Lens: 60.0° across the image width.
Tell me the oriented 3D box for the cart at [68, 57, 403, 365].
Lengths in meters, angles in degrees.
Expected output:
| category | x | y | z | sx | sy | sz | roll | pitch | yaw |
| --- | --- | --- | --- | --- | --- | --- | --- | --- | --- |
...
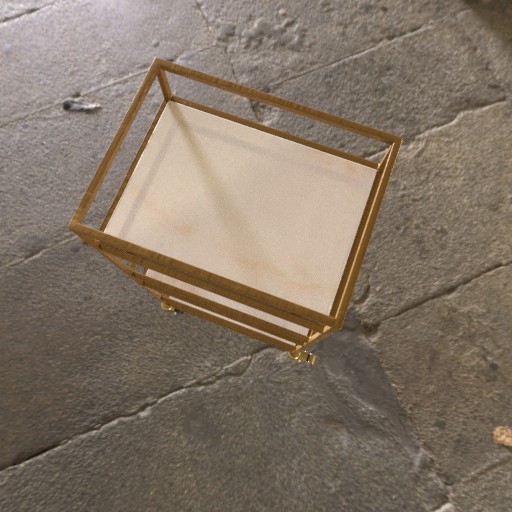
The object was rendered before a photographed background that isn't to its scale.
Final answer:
| category | x | y | z | sx | sy | sz | roll | pitch | yaw |
| --- | --- | --- | --- | --- | --- | --- | --- | --- | --- |
| cart | 0.000 | 0.000 | 1.009 | 0.483 | 0.761 | 0.332 | 20 | 76 | 5 |
